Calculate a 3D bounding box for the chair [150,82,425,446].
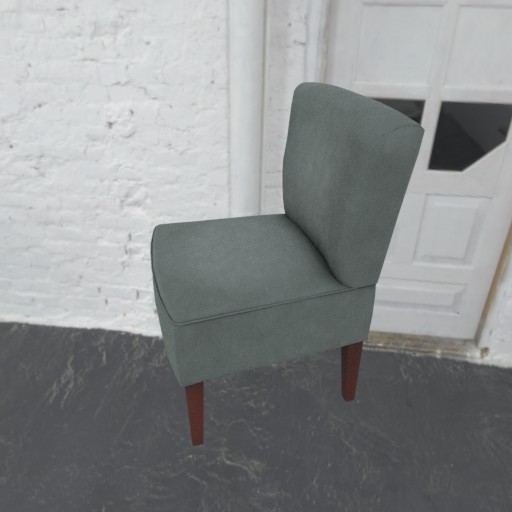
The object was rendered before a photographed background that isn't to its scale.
[{"bbox_3d":[0.000,0.000,1.188,0.554,0.806,0.521,-8,31,-13],"label":"chair"}]
